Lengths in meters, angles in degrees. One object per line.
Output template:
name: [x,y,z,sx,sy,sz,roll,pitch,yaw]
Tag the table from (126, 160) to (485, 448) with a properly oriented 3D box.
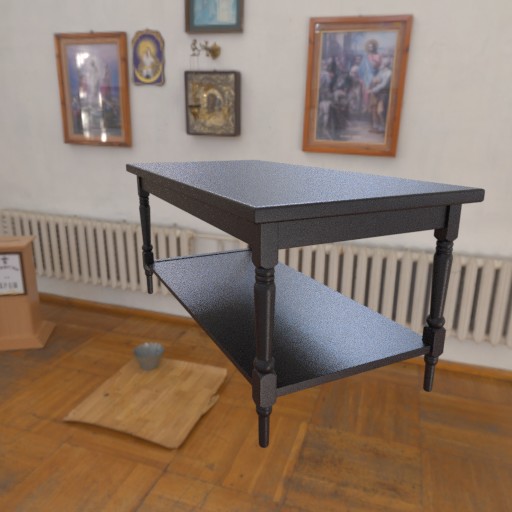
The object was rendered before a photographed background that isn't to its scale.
table: [0.000,0.000,1.377,0.550,0.510,1.107,-8,17,-25]
